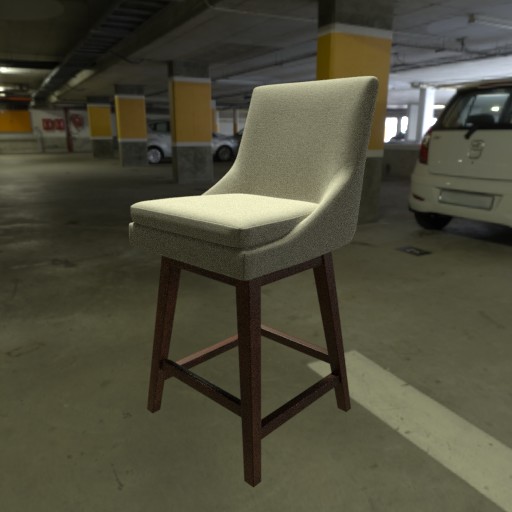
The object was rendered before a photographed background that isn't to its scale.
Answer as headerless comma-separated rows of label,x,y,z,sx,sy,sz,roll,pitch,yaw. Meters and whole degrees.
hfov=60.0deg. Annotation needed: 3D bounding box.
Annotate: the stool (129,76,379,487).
stool,0.000,0.000,1.292,0.469,0.991,0.559,14,21,41
